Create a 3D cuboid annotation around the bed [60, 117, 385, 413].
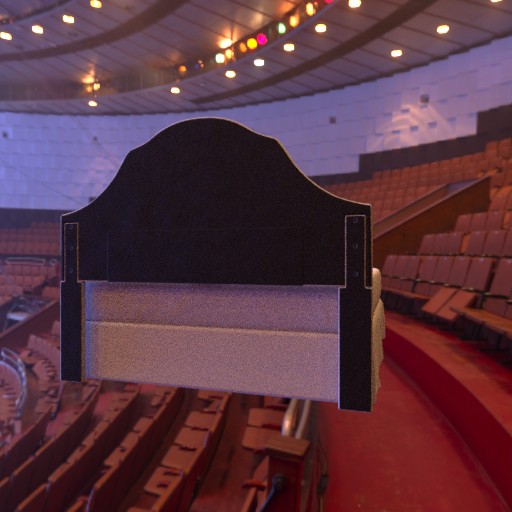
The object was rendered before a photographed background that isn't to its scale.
[{"bbox_3d":[0.000,0.000,3.623,2.008,1.615,2.214,0,0,18],"label":"bed"}]
